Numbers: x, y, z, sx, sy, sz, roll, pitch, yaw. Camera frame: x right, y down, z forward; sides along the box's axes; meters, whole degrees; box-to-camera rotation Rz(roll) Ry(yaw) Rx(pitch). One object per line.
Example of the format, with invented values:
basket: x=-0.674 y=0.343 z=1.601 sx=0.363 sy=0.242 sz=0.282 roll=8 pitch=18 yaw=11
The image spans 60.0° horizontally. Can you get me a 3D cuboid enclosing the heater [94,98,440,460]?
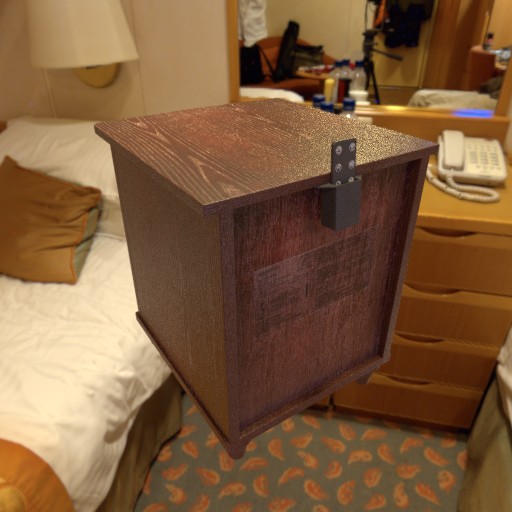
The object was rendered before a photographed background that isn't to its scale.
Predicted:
heater: x=0.000 y=0.000 z=0.748 sx=0.362 sy=0.481 sz=0.400 roll=-19 pitch=36 yaw=-28
